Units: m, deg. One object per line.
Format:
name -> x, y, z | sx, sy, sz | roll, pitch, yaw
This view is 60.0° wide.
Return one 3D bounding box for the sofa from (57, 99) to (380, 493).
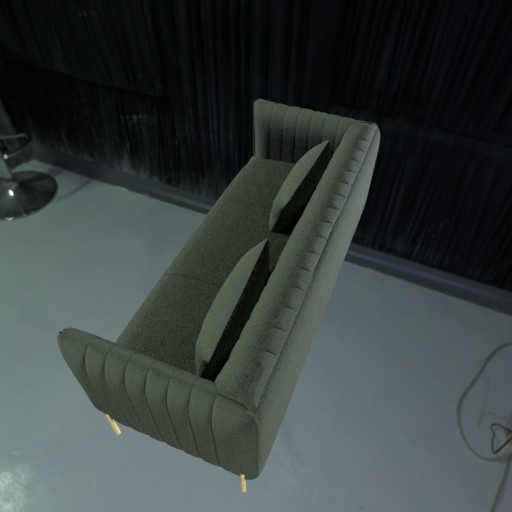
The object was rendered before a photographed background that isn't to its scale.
sofa -> 0.000, 0.000, 2.513 | 0.896, 0.793, 2.137 | 17, 49, 15
